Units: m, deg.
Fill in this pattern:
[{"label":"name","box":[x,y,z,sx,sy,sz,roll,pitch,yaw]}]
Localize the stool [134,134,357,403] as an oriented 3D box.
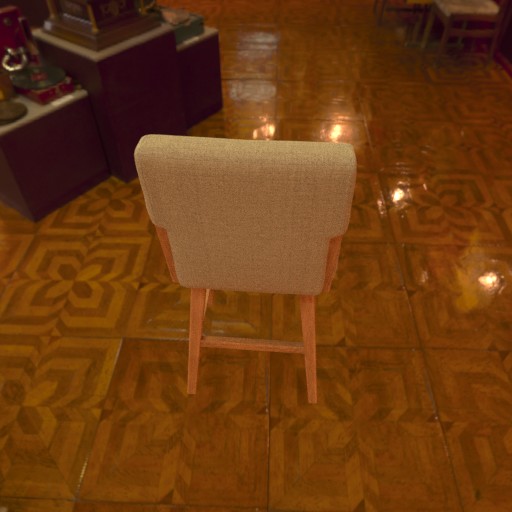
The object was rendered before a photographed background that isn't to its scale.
[{"label":"stool","box":[0.000,0.000,1.392,0.483,1.106,0.569,3,46,3]}]
